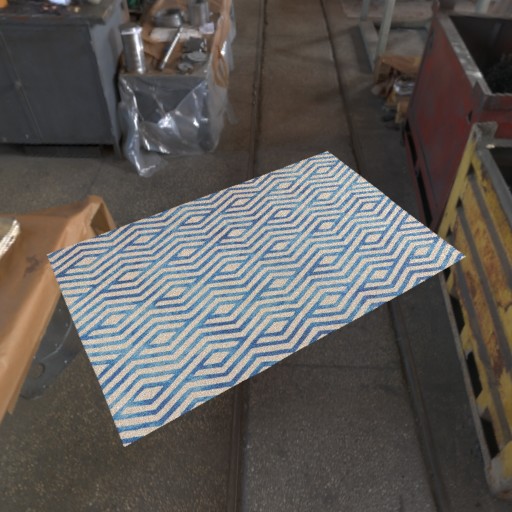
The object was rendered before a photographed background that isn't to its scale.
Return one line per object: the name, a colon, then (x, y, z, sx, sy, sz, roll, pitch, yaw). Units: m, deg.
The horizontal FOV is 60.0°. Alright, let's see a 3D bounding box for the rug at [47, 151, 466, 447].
rug: (0.000, 0.000, 3.040, 2.439, 0.008, 1.531, -24, 51, -21)
